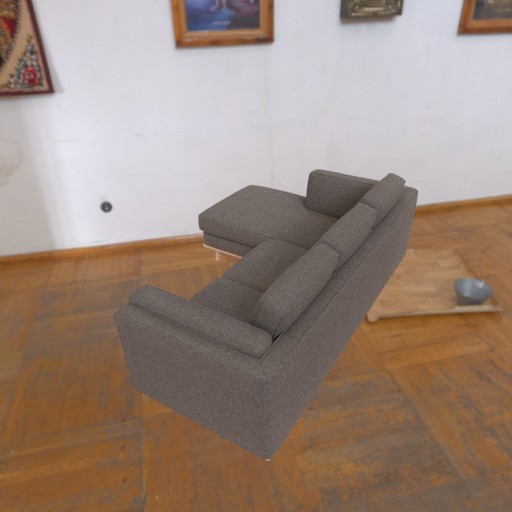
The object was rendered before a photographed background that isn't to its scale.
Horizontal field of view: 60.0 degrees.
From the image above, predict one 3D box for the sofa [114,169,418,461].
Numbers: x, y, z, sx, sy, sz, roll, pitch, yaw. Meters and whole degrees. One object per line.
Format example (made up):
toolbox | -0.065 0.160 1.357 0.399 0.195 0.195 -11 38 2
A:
sofa | 0.000 0.000 3.134 1.604 0.929 2.411 17 35 27
